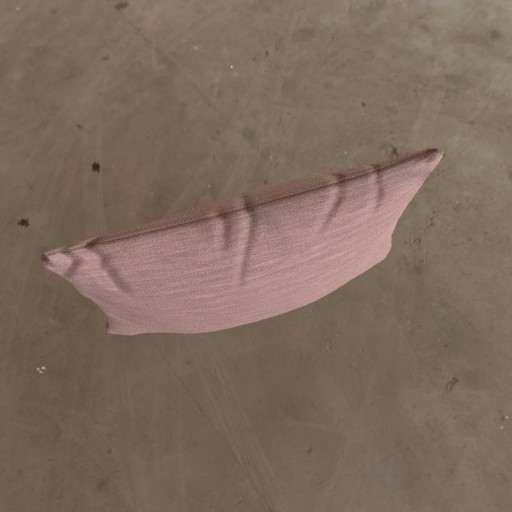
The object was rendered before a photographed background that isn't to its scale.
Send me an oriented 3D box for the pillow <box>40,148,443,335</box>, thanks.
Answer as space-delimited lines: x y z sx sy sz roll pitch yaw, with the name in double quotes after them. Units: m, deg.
0.000 0.000 0.803 0.633 0.338 0.210 -16 64 -8 "pillow"
